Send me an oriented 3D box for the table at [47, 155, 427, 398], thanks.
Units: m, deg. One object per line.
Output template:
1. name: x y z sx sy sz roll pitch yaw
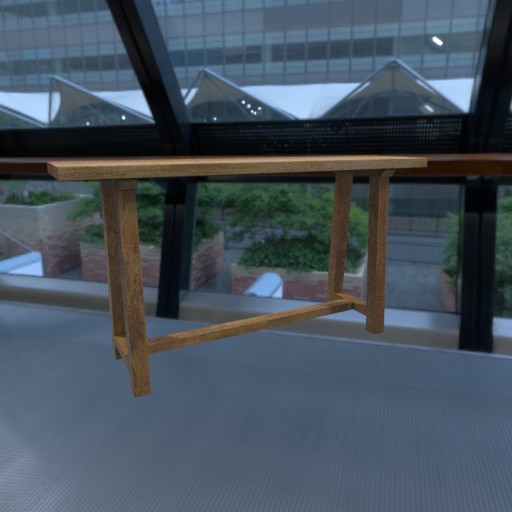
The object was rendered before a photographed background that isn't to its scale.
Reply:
1. table: 0.000 0.000 1.904 1.524 0.810 0.405 -8 16 -27
